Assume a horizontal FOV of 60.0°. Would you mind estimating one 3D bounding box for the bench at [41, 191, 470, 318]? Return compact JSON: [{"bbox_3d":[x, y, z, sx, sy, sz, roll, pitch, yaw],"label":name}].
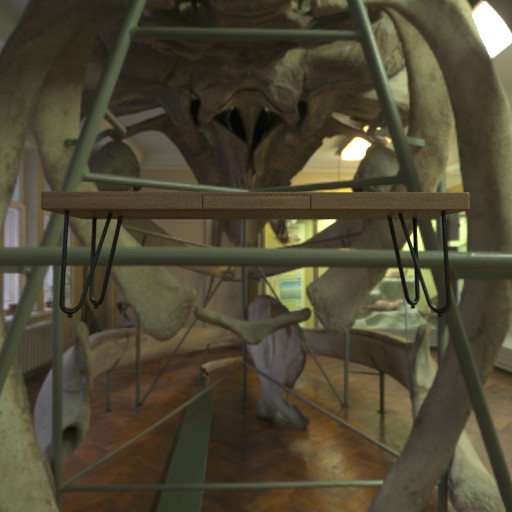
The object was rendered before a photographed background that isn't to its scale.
[{"bbox_3d":[0.000,0.000,1.812,1.570,0.462,0.425,0,0,-1],"label":"bench"}]
